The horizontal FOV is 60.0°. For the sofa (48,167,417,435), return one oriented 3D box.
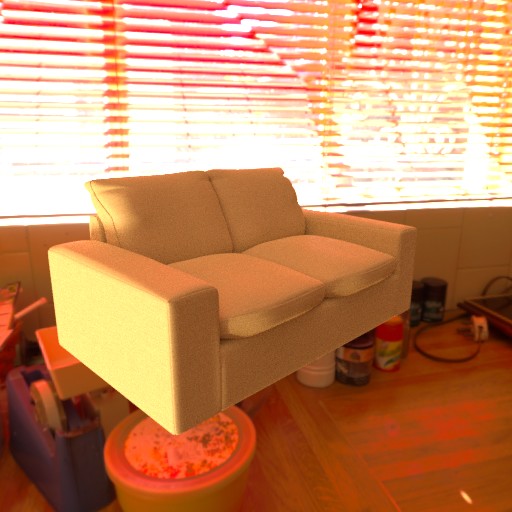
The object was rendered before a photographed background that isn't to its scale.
[{"bbox_3d":[0.000,0.000,2.378,1.754,0.875,1.091,-14,20,-43],"label":"sofa"}]
